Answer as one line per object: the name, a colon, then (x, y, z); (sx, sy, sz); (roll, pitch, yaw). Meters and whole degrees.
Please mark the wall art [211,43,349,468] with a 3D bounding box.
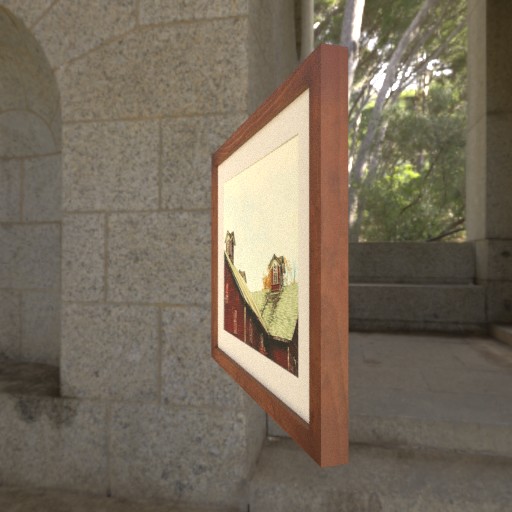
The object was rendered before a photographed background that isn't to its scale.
wall art: (0.000, 0.000, 0.747); (0.033, 0.457, 0.558); (0, 0, -18)
